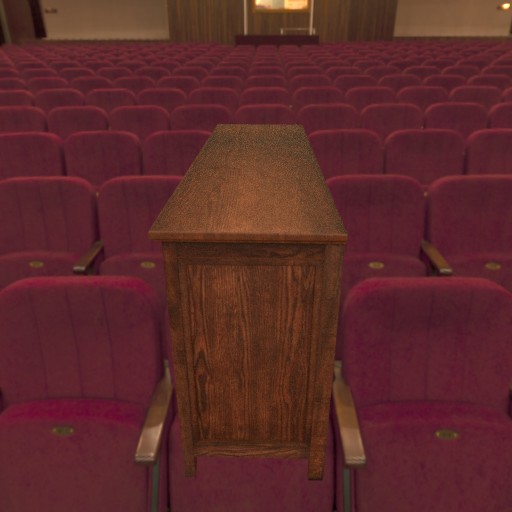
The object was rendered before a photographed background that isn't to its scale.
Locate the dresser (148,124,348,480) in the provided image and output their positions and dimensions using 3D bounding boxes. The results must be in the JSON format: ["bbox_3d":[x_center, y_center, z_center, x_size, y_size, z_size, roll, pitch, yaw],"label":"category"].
[{"bbox_3d":[0.000,0.000,1.902,0.463,0.856,1.551,1,25,1],"label":"dresser"}]
